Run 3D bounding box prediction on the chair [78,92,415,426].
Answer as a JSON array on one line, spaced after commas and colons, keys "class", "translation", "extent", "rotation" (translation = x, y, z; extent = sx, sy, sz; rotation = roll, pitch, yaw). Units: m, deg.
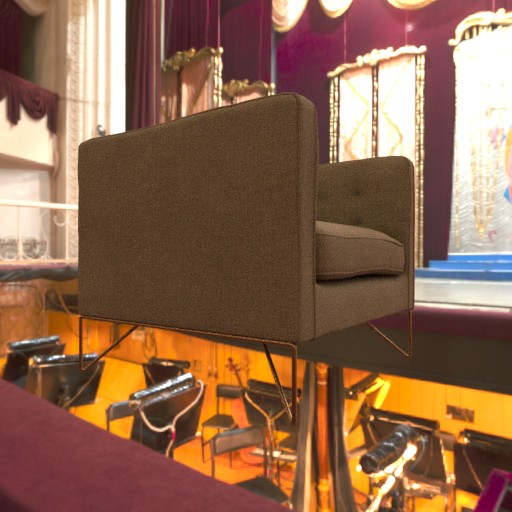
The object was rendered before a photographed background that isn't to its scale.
[{"class": "chair", "translation": [0.000, 0.000, 1.639], "extent": [0.912, 0.799, 0.920], "rotation": [0, 0, 36]}]
